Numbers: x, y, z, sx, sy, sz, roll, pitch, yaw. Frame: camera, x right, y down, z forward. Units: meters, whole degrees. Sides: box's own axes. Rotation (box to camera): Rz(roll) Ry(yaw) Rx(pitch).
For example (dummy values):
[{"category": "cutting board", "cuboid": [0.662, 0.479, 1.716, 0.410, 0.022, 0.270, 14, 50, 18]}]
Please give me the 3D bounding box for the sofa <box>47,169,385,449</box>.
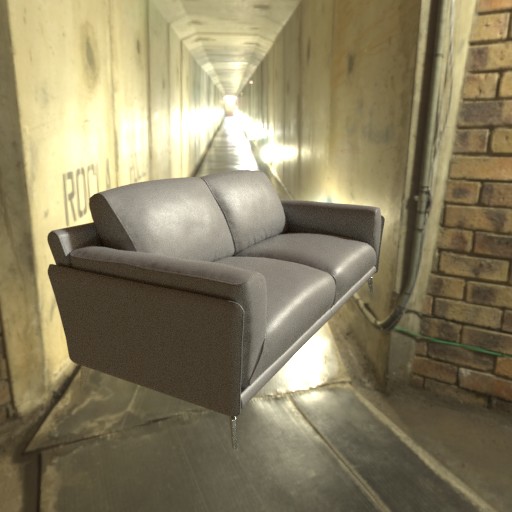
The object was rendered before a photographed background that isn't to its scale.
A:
[{"category": "sofa", "cuboid": [0.000, 0.000, 2.649, 1.049, 0.930, 2.101, 8, 17, 28]}]
